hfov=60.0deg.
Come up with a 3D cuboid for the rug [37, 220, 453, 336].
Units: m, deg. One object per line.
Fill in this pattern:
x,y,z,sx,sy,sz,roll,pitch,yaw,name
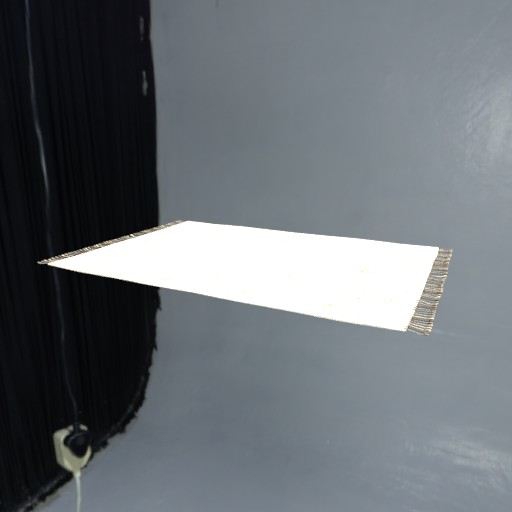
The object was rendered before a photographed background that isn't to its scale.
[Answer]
0.000,0.000,2.347,1.861,0.017,1.218,8,18,25,rug
